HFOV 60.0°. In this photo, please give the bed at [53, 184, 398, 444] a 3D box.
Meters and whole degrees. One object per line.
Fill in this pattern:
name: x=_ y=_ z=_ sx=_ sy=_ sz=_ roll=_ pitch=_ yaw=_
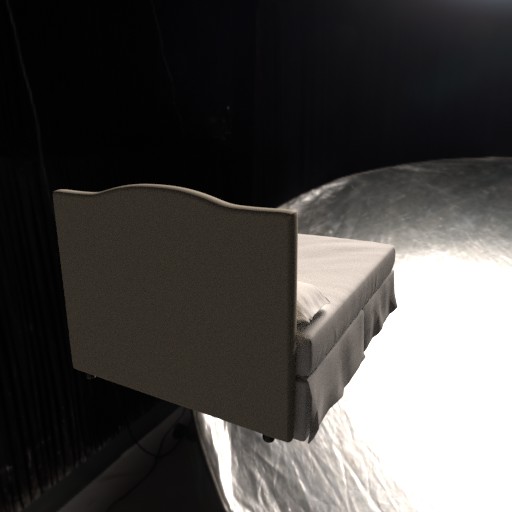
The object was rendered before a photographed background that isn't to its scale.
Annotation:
bed: x=0.000 y=0.000 z=3.708 sx=1.977 sy=1.437 sz=2.477 roll=8 pitch=18 yaw=27
